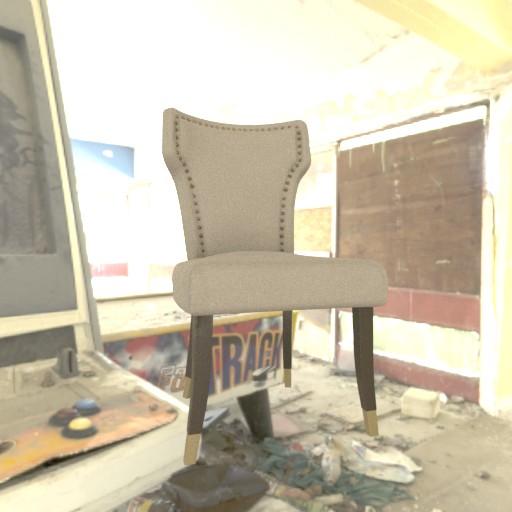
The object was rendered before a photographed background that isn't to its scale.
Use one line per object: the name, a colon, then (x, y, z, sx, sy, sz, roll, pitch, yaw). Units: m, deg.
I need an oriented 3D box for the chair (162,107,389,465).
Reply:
chair: (0.000, 0.000, 1.337, 0.526, 0.950, 0.630, -1, 2, -18)
